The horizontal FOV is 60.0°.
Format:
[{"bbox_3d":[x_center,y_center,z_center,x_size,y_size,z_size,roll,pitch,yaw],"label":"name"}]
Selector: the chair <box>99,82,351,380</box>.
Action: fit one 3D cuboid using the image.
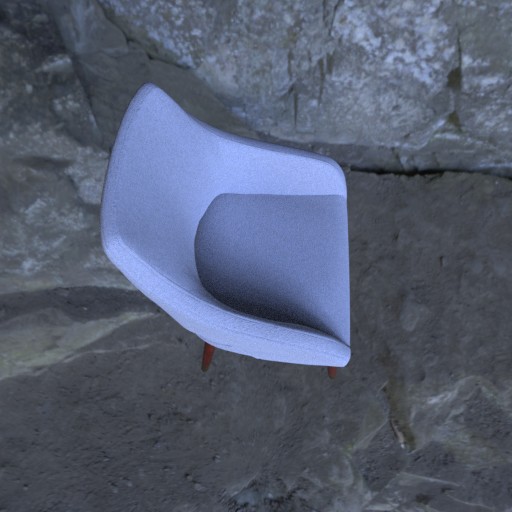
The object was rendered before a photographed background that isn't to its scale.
[{"bbox_3d":[0.000,0.000,1.287,0.600,0.889,0.609,4,64,2],"label":"chair"}]
